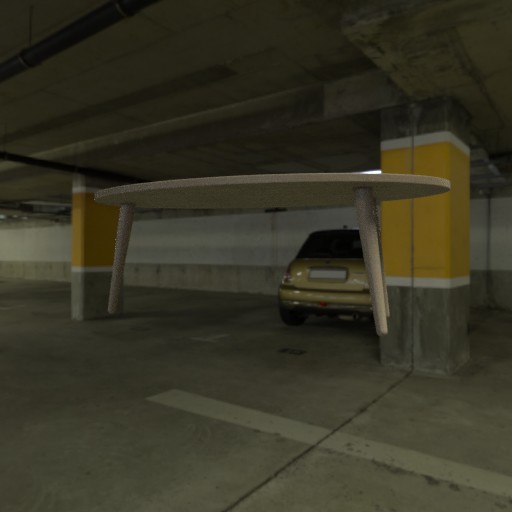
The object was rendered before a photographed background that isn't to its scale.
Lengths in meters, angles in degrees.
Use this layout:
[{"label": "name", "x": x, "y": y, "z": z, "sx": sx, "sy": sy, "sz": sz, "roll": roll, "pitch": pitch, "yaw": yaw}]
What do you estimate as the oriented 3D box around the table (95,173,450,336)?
[{"label": "table", "x": 0.000, "y": 0.000, "z": 1.344, "sx": 1.083, "sy": 0.390, "sz": 0.542, "roll": 0, "pitch": 0, "yaw": 18}]
